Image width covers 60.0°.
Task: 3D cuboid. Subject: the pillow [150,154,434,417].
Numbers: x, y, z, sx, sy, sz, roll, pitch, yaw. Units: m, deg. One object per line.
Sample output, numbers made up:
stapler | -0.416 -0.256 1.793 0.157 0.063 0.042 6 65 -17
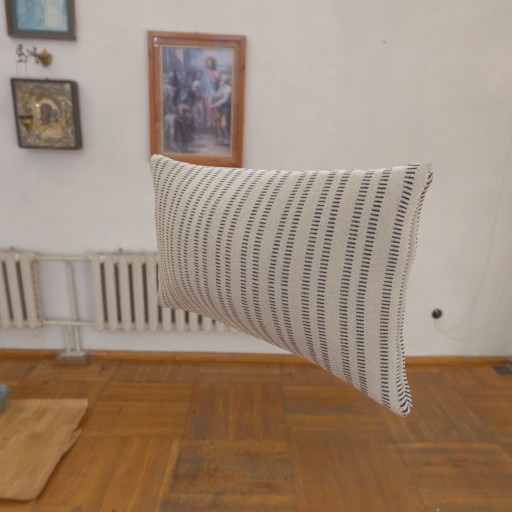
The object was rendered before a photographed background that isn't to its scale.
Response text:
pillow | 0.000 0.000 0.810 0.640 0.353 0.210 14 20 43
